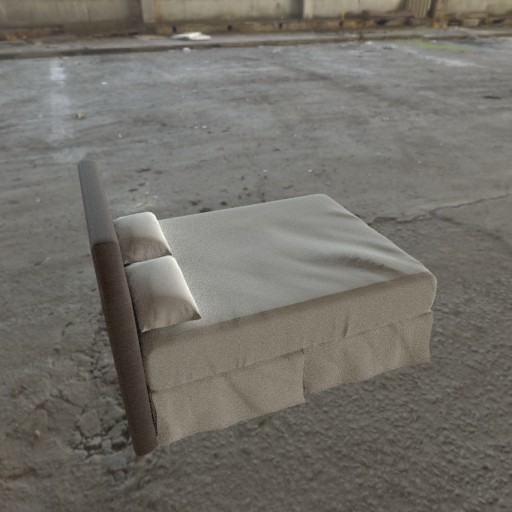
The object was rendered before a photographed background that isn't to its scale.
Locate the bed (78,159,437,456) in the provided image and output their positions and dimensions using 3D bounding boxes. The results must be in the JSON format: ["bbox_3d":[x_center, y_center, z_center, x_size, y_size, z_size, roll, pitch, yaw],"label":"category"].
[{"bbox_3d":[0.000,0.000,3.162,2.116,1.290,1.693,-12,33,-19],"label":"bed"}]
